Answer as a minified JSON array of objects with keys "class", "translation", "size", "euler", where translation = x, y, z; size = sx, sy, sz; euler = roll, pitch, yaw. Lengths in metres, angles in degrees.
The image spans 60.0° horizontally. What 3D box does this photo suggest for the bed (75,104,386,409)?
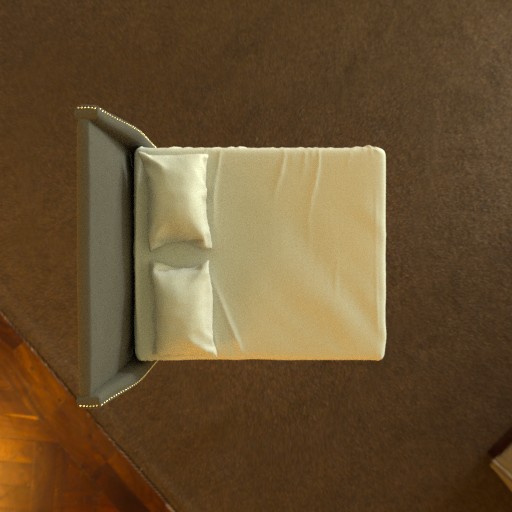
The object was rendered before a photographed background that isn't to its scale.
[{"class":"bed","translation":[0.000,0.000,3.414],"size":[2.276,1.332,1.925],"euler":[0,91,0]}]
